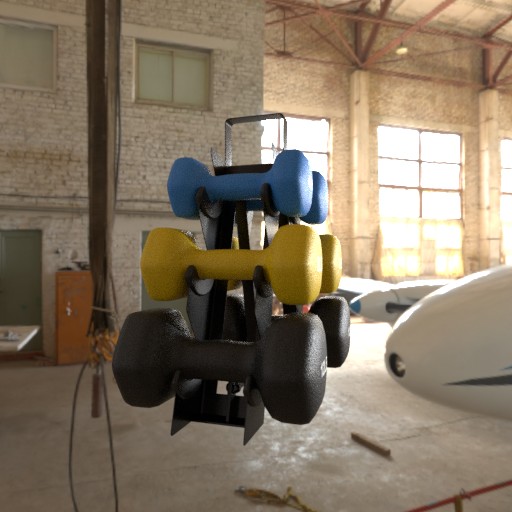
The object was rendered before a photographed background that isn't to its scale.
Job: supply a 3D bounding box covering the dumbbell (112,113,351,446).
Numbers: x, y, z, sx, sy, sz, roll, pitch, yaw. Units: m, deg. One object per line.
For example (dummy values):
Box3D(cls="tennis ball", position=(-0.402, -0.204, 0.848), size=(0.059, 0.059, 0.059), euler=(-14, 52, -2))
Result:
Box3D(cls="dumbbell", position=(0.000, 0.000, 0.682), size=(0.255, 0.426, 0.409), euler=(0, -1, 18))
